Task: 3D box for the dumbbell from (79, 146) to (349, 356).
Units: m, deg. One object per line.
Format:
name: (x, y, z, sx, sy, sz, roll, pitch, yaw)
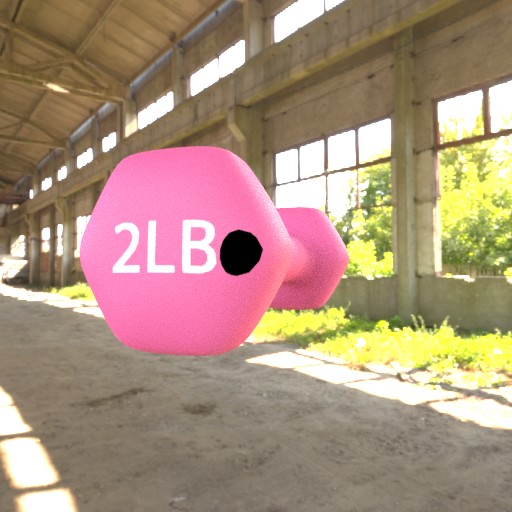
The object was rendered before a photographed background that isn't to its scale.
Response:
dumbbell: (0.000, 0.000, 0.173, 0.058, 0.053, 0.146, 0, -1, 19)
